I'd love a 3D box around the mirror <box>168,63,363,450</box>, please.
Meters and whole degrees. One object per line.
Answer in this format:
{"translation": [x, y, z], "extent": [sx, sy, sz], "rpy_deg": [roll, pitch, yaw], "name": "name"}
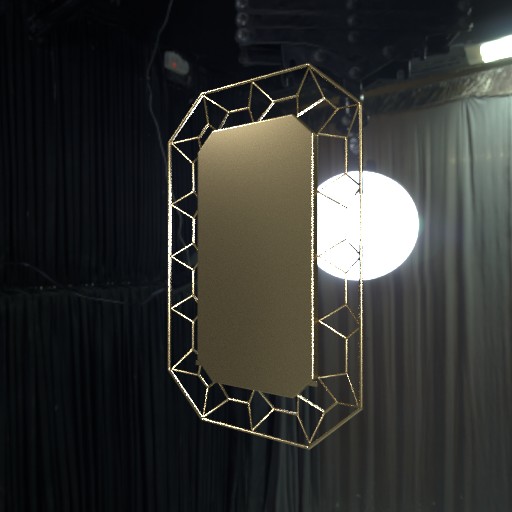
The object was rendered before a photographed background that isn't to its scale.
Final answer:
{"translation": [0.000, 0.000, 1.104], "extent": [0.572, 0.870, 0.051], "rpy_deg": [0, 0, 35], "name": "mirror"}
